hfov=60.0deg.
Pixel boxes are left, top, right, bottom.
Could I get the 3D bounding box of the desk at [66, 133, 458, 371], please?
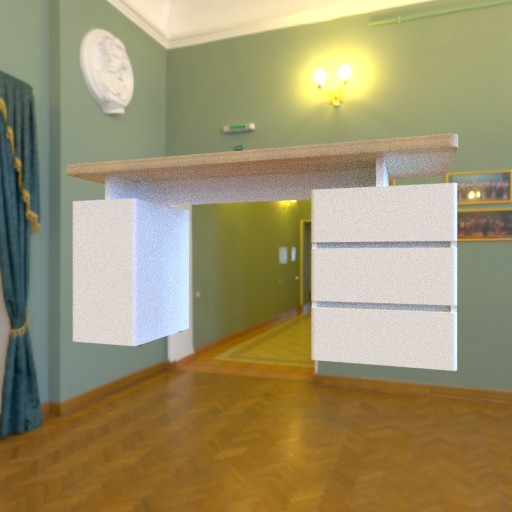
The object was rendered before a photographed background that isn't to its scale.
[{"bbox_3d":[0.000,0.000,1.858,1.500,0.755,0.550,0,0,19],"label":"desk"}]
